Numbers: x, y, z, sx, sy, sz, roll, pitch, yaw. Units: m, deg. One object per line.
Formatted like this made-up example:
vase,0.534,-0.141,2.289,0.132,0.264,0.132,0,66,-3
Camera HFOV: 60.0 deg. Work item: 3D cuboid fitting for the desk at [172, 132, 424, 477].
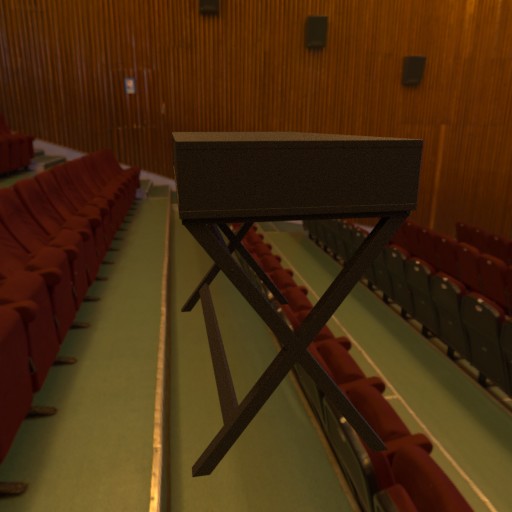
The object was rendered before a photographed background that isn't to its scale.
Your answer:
desk,0.000,0.000,1.478,0.504,0.780,1.057,-3,17,-10
